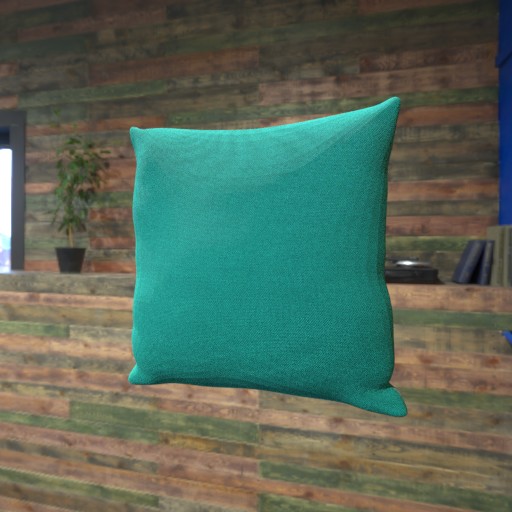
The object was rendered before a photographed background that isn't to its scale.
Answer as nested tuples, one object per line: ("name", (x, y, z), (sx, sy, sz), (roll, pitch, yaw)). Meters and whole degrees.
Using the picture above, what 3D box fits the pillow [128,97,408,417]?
("pillow", (0.000, 0.000, 0.677), (0.440, 0.441, 0.182), (0, 1, 17))
